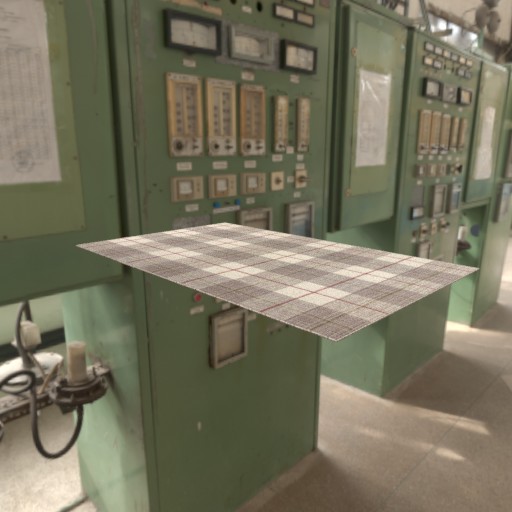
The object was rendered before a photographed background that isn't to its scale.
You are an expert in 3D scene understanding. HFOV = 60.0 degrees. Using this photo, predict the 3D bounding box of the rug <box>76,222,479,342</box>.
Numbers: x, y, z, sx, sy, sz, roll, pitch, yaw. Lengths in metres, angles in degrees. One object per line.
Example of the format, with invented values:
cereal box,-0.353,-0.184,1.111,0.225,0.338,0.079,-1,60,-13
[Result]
rug,0.000,0.000,3.117,1.549,0.010,2.464,-13,19,-43
